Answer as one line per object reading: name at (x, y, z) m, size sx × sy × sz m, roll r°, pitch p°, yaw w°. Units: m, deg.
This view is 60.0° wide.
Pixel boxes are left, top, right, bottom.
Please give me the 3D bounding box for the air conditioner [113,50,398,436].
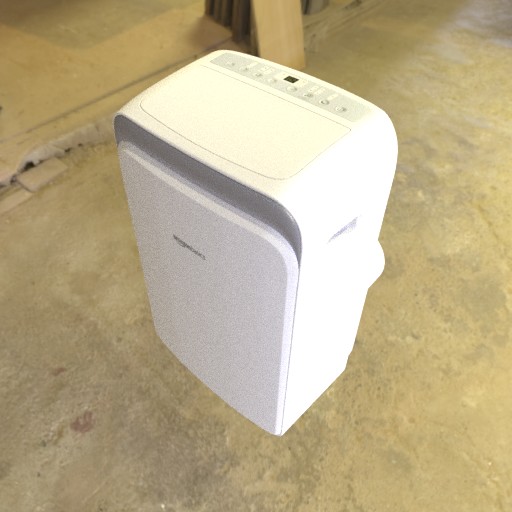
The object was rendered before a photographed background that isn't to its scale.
air conditioner at (0.000, 0.000, 0.926) m, size 0.454 × 0.700 × 0.365 m, roll 33°, pitch 55°, yaw 27°
